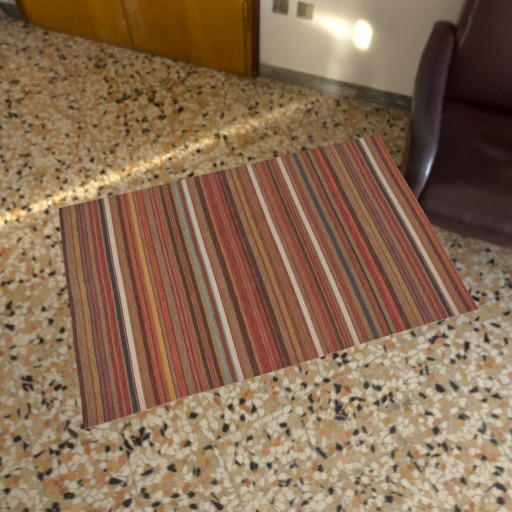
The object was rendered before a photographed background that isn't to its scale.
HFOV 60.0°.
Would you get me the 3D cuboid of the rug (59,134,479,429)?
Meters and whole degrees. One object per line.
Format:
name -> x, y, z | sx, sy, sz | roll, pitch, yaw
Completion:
rug -> 0.000, 0.000, 2.927 | 2.438, 0.008, 1.523 | -15, 63, -8
